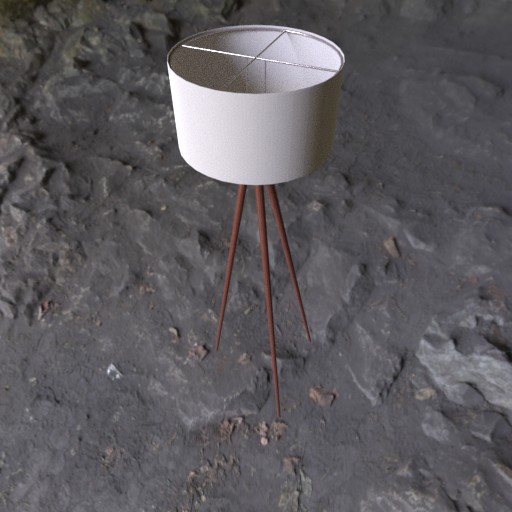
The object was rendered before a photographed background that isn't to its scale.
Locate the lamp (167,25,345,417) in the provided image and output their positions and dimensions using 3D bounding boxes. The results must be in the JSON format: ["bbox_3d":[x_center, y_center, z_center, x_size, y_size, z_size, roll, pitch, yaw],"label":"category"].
[{"bbox_3d":[0.000,0.000,1.760,0.483,1.553,0.483,17,47,16],"label":"lamp"}]
